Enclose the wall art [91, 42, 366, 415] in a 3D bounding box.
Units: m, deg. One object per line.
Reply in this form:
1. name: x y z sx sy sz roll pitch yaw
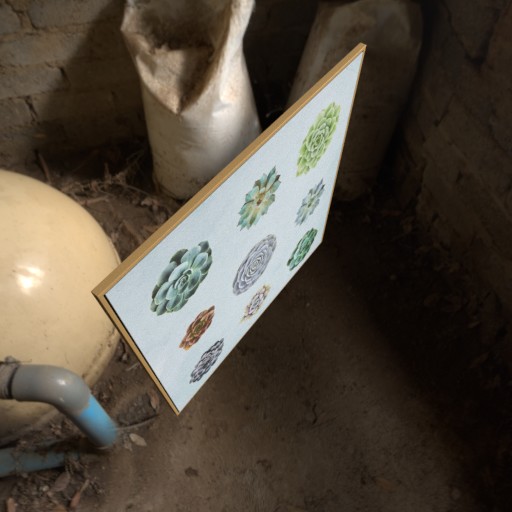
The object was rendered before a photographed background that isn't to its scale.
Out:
1. wall art: 0.000 0.000 0.964 0.014 0.655 0.657 33 64 19
